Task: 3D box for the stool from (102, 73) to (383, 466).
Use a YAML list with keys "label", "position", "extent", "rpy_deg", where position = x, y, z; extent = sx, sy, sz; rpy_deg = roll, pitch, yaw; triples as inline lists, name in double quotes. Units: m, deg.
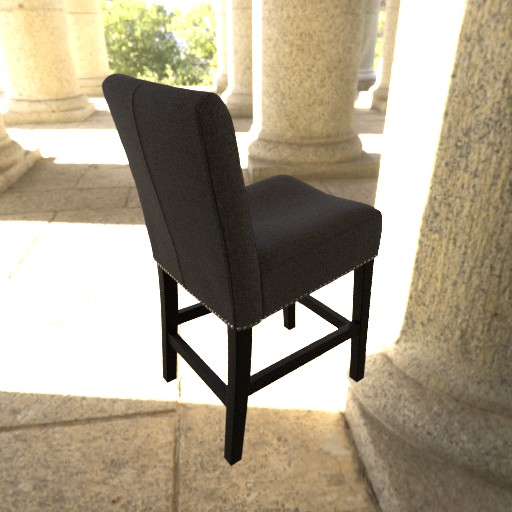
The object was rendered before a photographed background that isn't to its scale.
- label: "stool"
  position: [0.000, 0.000, 1.156]
  extent: [0.571, 0.885, 0.427]
  rpy_deg: [-19, 33, -32]
